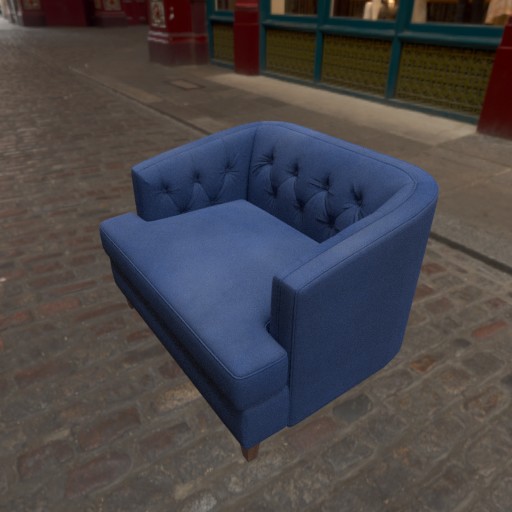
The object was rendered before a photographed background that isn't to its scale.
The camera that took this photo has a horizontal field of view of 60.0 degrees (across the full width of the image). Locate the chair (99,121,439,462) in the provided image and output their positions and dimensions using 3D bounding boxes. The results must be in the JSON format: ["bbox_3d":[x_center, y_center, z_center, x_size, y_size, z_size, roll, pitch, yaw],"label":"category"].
[{"bbox_3d":[0.000,0.000,1.786,0.914,0.787,1.118,-21,37,-30],"label":"chair"}]
